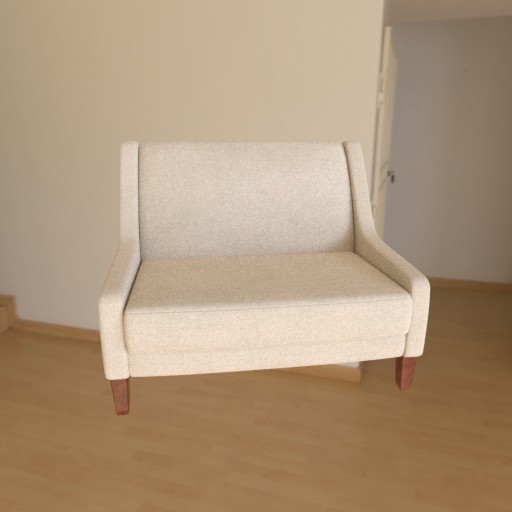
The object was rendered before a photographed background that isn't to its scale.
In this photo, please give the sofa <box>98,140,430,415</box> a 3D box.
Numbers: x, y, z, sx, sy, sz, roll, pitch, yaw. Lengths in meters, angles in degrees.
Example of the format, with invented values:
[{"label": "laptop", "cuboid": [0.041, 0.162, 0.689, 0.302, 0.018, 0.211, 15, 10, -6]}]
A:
[{"label": "sofa", "cuboid": [0.000, 0.000, 1.958, 1.212, 0.976, 0.946, -2, 16, -8]}]
